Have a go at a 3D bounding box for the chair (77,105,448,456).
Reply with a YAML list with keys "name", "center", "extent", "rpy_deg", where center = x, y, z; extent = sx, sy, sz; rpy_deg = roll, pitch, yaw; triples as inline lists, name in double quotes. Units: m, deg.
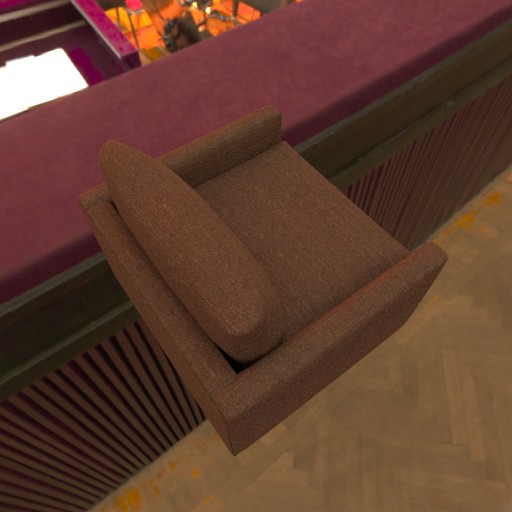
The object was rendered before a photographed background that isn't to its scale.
- name: "chair"
  center: [0.000, 0.000, 1.574]
  extent: [0.845, 0.841, 0.940]
  rpy_deg: [-31, 61, -19]
